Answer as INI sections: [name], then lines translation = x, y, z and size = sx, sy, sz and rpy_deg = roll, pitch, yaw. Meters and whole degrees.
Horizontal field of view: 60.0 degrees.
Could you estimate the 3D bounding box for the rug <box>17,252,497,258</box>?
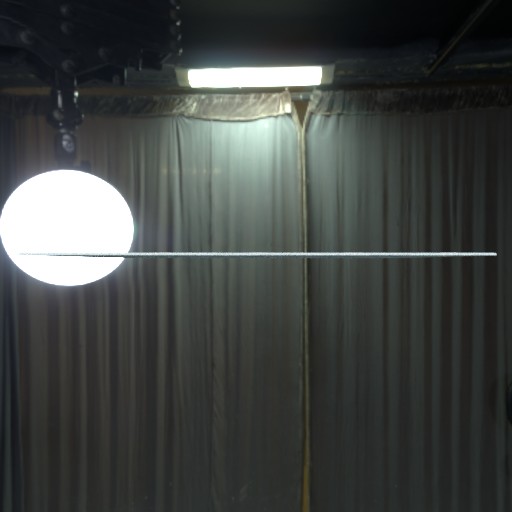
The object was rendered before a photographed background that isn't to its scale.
[rug]
translation = 0.000, 0.000, 3.013
size = 2.443, 0.015, 1.528
rpy_deg = 0, -1, -1
